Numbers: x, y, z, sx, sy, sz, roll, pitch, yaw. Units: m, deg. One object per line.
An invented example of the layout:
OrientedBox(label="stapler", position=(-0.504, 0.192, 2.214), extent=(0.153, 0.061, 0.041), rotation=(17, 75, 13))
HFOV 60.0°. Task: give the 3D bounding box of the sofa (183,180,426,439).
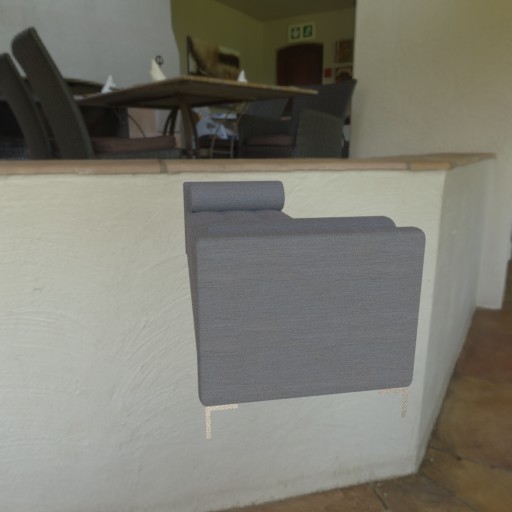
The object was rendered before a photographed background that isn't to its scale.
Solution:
OrientedBox(label="sofa", position=(0.000, 0.000, 2.261), extent=(0.686, 0.635, 1.981), rotation=(-2, 14, -10))
